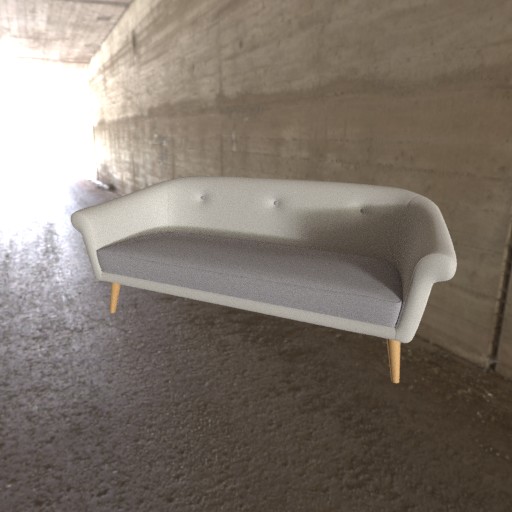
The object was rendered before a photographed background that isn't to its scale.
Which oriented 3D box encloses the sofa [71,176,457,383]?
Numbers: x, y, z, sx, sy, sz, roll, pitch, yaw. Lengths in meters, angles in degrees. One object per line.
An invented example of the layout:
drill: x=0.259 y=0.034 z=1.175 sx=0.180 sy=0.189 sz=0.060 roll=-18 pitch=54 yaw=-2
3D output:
sofa: x=0.000 y=0.000 z=2.587 sx=2.160 sy=0.795 sz=0.827 roll=8 pitch=18 yaw=27
